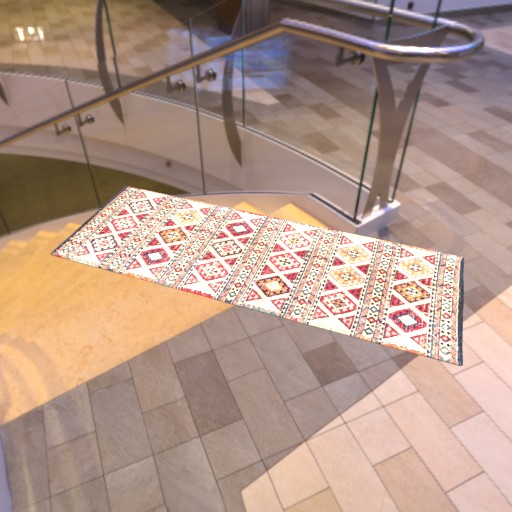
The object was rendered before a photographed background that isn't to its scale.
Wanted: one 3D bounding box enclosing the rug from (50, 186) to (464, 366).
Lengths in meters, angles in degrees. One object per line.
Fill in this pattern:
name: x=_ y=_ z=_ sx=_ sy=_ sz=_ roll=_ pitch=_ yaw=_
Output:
rug: x=0.000 y=0.000 z=2.673 sx=2.362 sy=0.008 sz=0.832 roll=13 pitch=42 yaw=15
